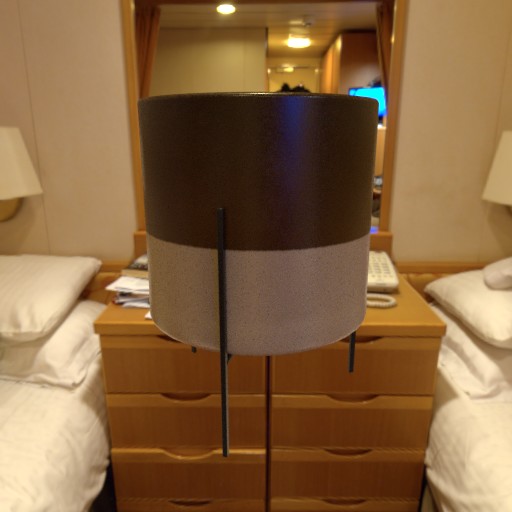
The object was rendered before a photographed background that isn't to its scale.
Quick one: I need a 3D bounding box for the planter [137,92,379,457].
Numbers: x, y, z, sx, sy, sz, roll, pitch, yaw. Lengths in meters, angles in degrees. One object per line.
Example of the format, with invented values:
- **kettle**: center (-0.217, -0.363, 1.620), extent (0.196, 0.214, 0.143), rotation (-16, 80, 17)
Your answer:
- **planter**: center (0.000, 0.000, 0.709), extent (0.354, 0.465, 0.345), rotation (14, 21, 42)
